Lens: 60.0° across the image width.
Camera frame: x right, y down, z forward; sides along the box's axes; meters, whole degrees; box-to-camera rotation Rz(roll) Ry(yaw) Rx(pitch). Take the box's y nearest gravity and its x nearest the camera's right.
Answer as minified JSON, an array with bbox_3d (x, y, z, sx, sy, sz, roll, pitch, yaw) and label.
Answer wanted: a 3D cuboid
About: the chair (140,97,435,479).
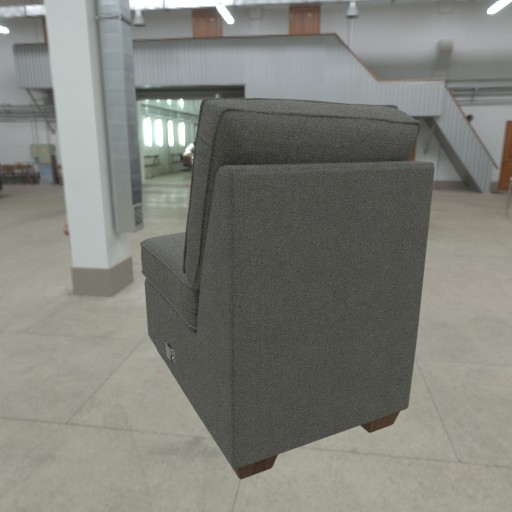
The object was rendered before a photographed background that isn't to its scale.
[{"bbox_3d":[0.000,0.000,1.532,0.621,0.970,0.938,-7,16,-26],"label":"chair"}]
